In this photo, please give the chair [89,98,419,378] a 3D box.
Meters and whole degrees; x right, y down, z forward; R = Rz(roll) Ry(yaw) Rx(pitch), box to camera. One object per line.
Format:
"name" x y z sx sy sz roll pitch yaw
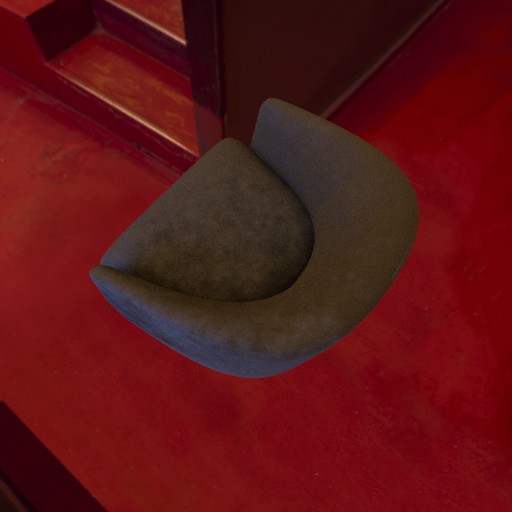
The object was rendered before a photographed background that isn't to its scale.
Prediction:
"chair" 0.000 0.000 1.375 0.767 0.698 0.773 34 67 16
